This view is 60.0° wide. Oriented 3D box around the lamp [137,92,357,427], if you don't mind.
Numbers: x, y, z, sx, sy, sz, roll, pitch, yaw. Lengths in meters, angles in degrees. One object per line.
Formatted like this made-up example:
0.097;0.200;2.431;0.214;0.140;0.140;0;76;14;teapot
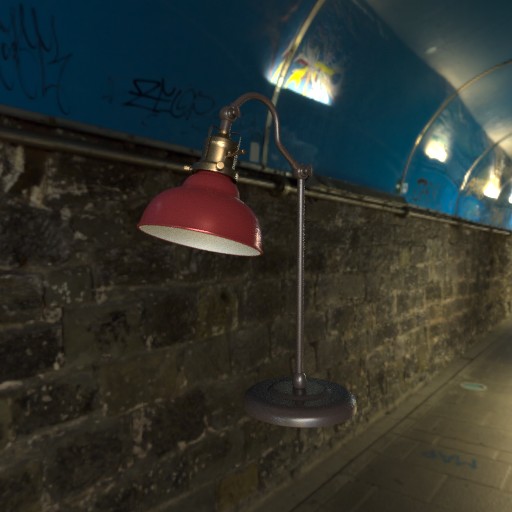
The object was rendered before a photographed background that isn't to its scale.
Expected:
0.000;0.000;0.695;0.374;0.508;0.192;-1;1;-37;lamp
